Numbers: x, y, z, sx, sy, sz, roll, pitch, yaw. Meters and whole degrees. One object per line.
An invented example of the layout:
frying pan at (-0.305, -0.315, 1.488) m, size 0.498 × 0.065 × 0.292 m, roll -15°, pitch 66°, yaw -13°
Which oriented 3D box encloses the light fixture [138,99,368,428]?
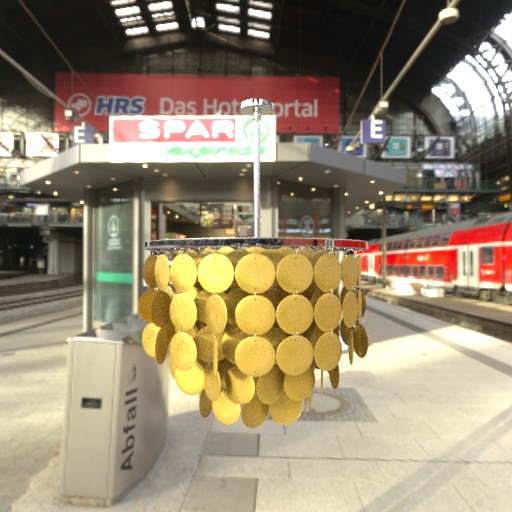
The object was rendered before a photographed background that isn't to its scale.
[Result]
light fixture at (0.000, 0.000, 0.724) m, size 0.368 × 0.492 × 0.368 m, roll 0°, pitch -1°, yaw 0°
